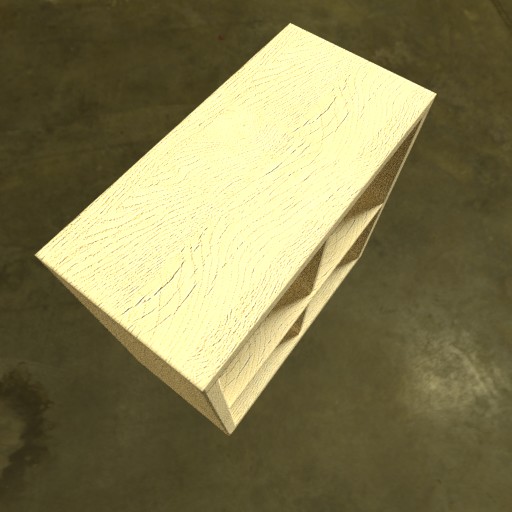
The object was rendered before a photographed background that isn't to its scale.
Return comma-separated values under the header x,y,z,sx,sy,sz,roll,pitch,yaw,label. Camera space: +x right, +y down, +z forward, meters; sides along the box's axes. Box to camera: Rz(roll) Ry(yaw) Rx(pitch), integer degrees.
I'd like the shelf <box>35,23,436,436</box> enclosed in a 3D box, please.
x,y,z,sx,sy,sz,roll,pitch,yaw,label
0.000,0.000,1.229,0.390,0.786,0.790,34,68,16,shelf
